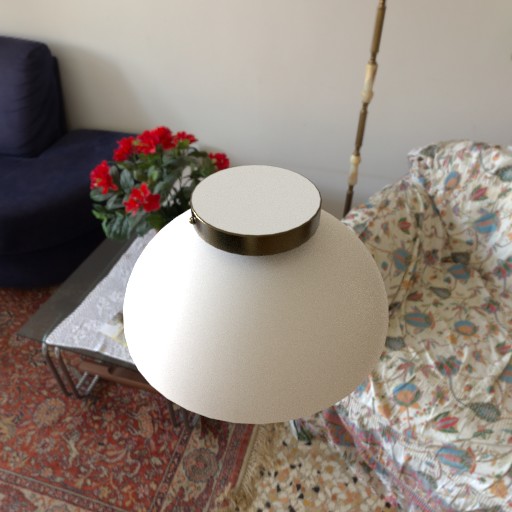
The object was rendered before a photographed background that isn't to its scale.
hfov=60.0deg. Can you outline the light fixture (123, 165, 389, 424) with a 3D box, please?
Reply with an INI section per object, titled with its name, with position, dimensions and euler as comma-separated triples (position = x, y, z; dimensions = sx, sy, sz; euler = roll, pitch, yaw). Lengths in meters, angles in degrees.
[light fixture]
position = 0.000, 0.000, 0.557
dimensions = 0.355, 0.177, 0.355
euler = 0, 40, 0
